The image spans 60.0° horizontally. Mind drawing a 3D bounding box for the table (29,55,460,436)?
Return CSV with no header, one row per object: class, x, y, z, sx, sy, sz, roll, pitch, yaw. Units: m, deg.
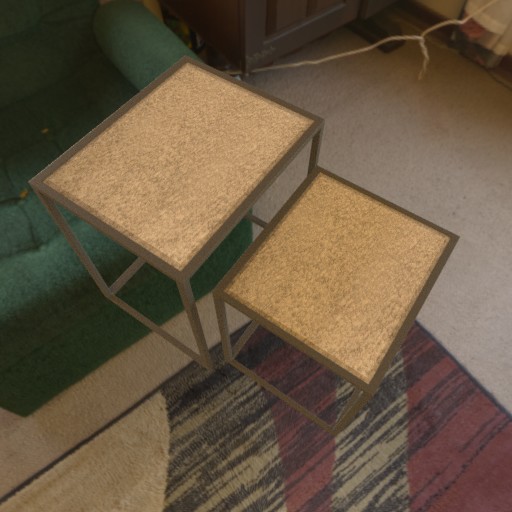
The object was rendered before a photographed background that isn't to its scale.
table,0.000,0.000,1.135,0.788,0.540,0.508,31,64,17
